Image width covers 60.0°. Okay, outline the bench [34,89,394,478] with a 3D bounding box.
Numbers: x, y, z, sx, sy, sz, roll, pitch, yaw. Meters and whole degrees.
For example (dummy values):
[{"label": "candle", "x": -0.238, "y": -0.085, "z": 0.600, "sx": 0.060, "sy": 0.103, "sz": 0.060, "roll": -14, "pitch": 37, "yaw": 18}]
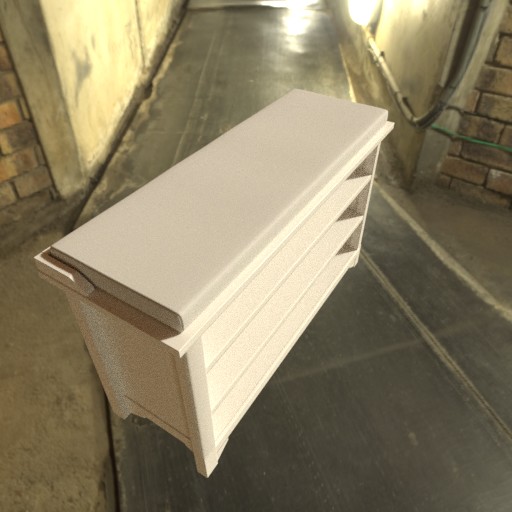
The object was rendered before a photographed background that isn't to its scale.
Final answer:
[{"label": "bench", "x": 0.000, "y": 0.000, "z": 1.239, "sx": 0.346, "sy": 0.589, "sz": 0.987, "roll": 23, "pitch": 46, "yaw": 24}]
